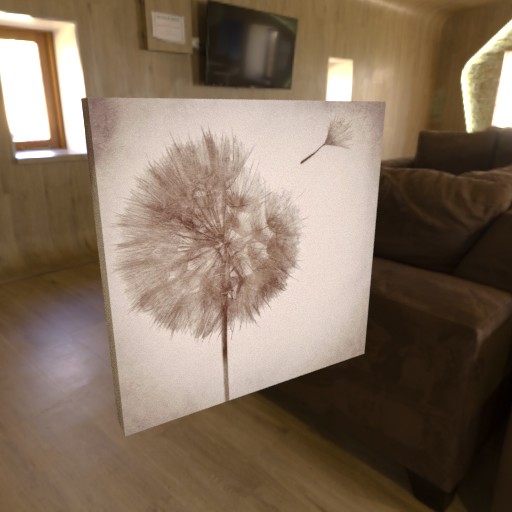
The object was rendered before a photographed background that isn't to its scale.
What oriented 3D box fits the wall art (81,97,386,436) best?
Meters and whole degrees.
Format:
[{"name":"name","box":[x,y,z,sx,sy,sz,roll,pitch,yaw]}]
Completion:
[{"name":"wall art","box":[0.000,0.000,0.457,0.303,0.303,0.028,-10,21,-28]}]
